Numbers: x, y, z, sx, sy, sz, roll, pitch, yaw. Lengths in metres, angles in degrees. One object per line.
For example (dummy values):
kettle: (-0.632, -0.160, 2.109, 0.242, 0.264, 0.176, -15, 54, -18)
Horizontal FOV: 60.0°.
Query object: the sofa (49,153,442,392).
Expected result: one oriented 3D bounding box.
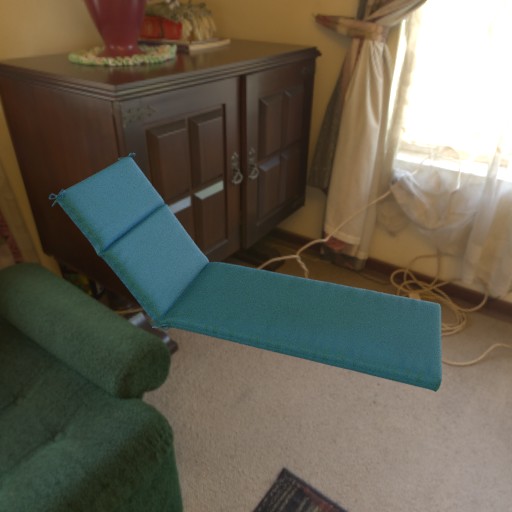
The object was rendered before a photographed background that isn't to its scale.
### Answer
sofa: (0.000, 0.000, 1.977, 1.663, 0.622, 0.582, 10, 33, 16)
